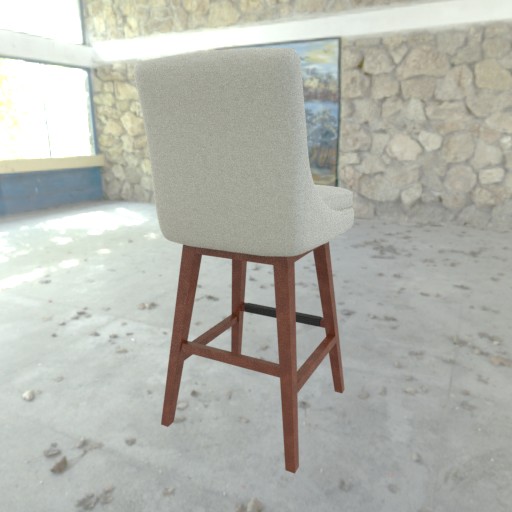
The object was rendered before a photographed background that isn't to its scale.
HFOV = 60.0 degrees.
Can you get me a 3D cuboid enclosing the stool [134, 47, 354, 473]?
[{"bbox_3d":[0.000,0.000,1.377,0.470,1.092,0.559,8,17,26],"label":"stool"}]
